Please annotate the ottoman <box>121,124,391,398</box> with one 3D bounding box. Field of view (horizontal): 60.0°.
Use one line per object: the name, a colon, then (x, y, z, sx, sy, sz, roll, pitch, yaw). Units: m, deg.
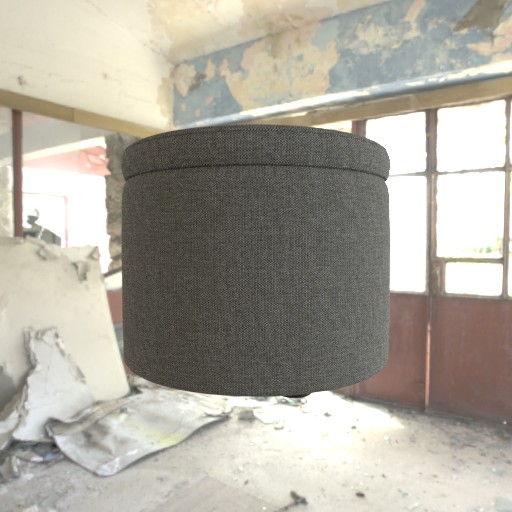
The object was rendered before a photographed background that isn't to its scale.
ottoman: (0.000, 0.000, 0.896, 0.520, 0.430, 0.520, 0, 2, 0)
